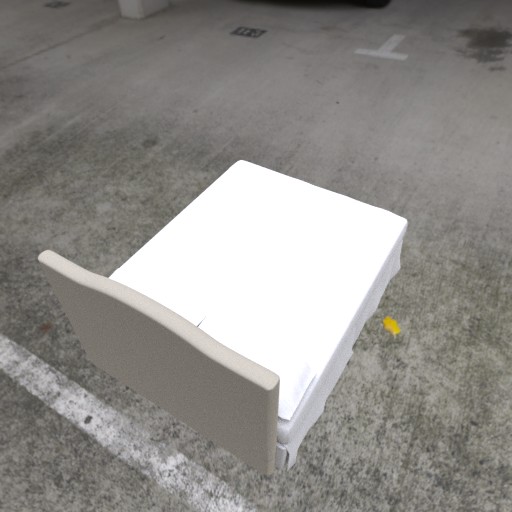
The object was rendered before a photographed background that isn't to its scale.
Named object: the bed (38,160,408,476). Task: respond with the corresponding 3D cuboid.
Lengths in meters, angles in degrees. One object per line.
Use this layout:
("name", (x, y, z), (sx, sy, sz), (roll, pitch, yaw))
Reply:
("bed", (0.000, 0.000, 3.629), (1.977, 1.437, 2.477), (24, 51, 21))
